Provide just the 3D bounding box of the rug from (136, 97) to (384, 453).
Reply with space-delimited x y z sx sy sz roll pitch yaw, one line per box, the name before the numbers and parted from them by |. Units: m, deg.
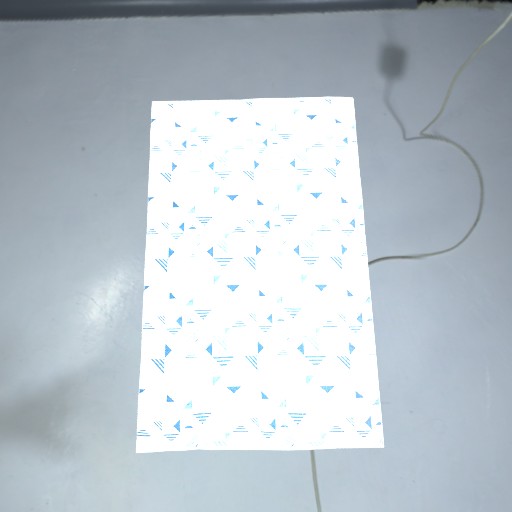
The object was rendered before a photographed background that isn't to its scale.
rug | 0.000 0.000 3.017 1.512 0.009 2.457 -1 75 0
